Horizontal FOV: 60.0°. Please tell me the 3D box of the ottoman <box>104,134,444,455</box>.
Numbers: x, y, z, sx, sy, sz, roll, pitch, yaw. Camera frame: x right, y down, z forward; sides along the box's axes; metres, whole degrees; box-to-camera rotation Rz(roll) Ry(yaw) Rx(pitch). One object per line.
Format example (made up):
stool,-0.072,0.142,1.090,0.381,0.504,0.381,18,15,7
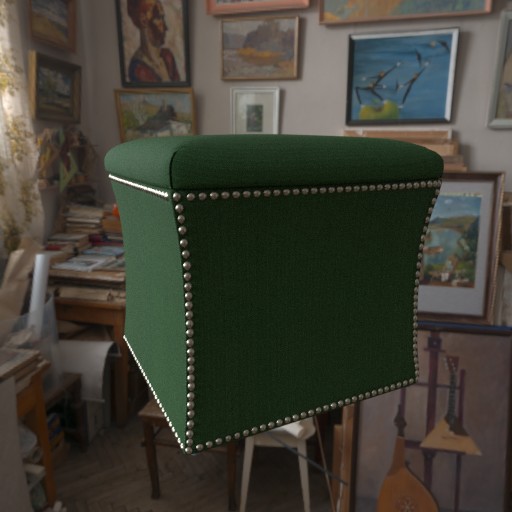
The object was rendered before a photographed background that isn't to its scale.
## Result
ottoman,0.000,0.000,0.901,0.507,0.475,0.497,-7,15,-26
